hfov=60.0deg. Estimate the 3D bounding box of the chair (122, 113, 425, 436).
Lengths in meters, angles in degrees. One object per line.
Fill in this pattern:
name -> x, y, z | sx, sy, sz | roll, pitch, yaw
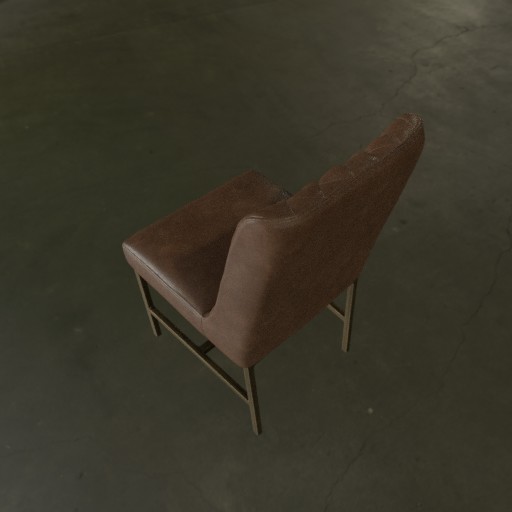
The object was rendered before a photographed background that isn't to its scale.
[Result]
chair -> 0.000, 0.000, 1.212 | 0.508, 0.889, 0.587 | -34, 56, -27
